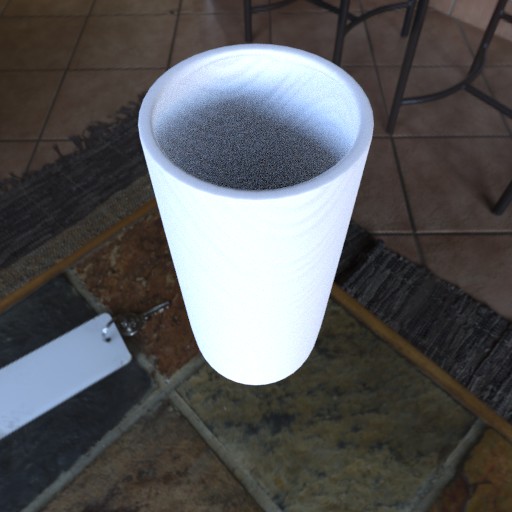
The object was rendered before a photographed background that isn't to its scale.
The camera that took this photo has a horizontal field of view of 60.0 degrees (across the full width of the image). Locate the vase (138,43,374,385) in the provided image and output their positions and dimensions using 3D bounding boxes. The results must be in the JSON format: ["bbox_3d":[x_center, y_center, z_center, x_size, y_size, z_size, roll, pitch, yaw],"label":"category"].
[{"bbox_3d":[0.000,0.000,0.393,0.143,0.316,0.143,0,57,0],"label":"vase"}]
